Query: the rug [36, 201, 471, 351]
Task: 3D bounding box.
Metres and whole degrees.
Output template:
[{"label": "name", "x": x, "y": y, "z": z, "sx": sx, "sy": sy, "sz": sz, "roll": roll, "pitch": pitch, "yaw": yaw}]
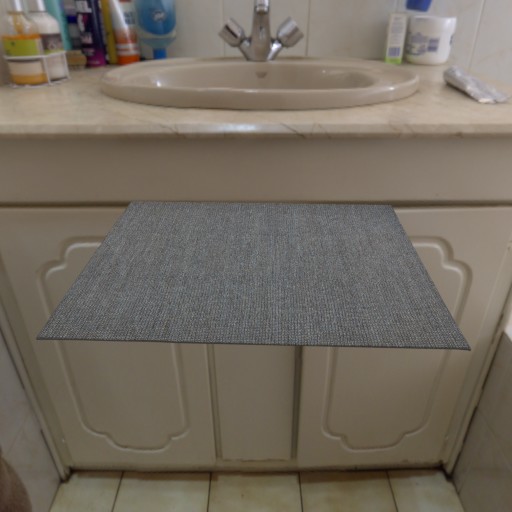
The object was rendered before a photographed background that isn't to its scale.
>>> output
[{"label": "rug", "x": 0.000, "y": 0.000, "z": 4.156, "sx": 3.068, "sy": 0.021, "sz": 2.456, "roll": 1, "pitch": 30, "yaw": 2}]
